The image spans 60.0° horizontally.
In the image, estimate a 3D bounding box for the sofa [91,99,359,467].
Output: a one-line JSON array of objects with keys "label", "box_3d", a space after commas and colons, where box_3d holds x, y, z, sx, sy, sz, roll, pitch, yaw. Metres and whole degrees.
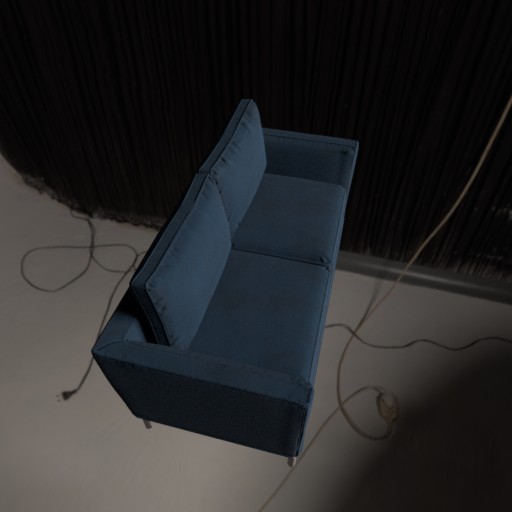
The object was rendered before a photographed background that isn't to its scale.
[{"label": "sofa", "box_3d": [0.000, 0.000, 2.362, 0.853, 1.002, 1.770, 11, 47, 10]}]
